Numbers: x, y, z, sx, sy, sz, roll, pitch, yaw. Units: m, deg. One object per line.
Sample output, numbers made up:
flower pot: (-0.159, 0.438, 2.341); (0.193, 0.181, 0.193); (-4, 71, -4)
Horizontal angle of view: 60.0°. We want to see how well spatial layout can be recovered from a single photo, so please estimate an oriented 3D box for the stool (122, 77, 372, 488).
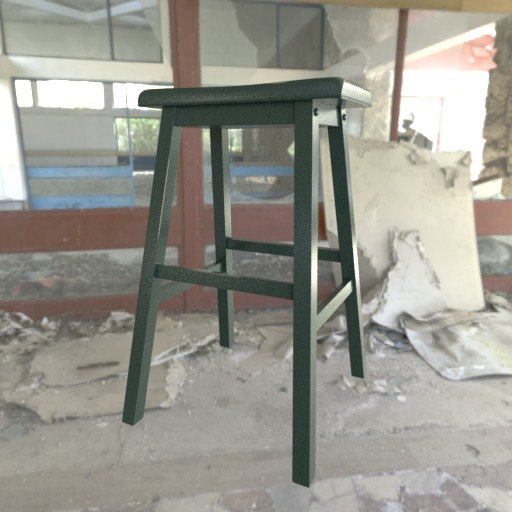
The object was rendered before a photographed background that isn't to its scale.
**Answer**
stool: (0.000, 0.000, 1.042); (0.457, 0.737, 0.476); (7, 16, 25)
